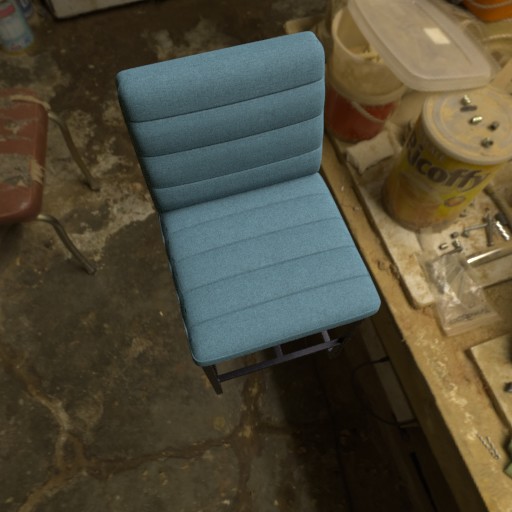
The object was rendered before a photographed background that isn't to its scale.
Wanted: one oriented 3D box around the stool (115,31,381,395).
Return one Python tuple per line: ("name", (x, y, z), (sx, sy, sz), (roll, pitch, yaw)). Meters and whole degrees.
("stool", (0.000, 0.000, 1.239), (0.460, 0.940, 0.560), (-16, 66, -7))
